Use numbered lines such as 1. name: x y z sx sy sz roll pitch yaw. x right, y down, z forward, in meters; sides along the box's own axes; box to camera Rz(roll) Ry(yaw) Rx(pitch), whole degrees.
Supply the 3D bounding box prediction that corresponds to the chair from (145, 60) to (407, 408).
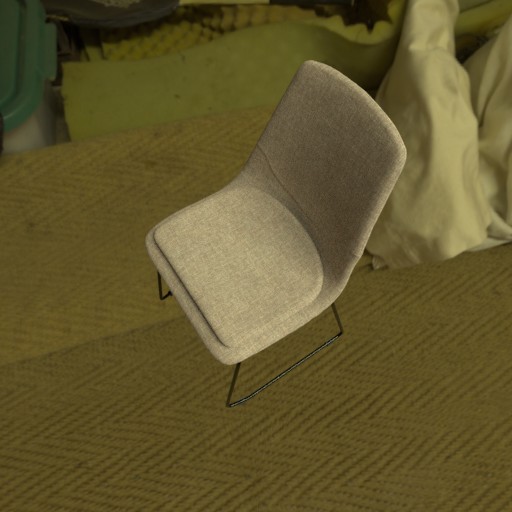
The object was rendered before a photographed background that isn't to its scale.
1. chair: 0.000 0.000 1.175 0.518 0.858 0.479 -31 67 -15
